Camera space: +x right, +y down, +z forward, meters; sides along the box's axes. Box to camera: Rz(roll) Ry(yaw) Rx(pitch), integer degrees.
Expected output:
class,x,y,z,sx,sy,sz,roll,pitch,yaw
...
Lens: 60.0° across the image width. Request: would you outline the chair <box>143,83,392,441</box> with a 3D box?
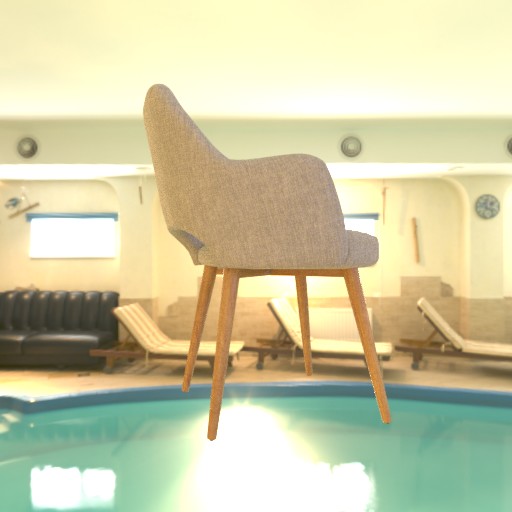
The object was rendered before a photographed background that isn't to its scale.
class,x,y,z,sx,sy,sz,roll,pitch,yaw
chair,0.000,0.000,1.245,0.610,0.840,0.590,0,0,-18
